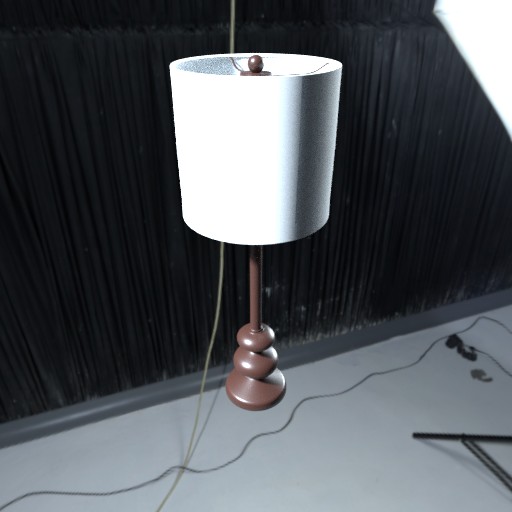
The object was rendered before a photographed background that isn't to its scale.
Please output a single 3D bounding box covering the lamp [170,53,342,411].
[{"bbox_3d":[0.000,0.000,0.829,0.254,0.690,0.254,-11,32,-17],"label":"lamp"}]
